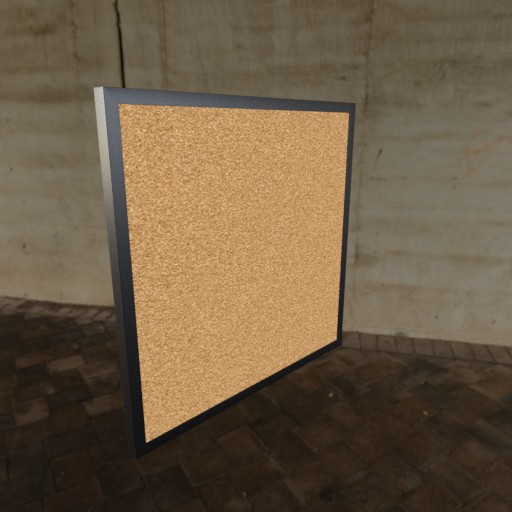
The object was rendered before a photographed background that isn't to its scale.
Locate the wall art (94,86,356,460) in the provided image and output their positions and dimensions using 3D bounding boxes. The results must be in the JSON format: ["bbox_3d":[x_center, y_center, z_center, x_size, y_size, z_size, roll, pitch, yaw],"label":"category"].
[{"bbox_3d":[0.000,0.000,1.118,0.756,0.755,0.036,-15,22,-42],"label":"wall art"}]
